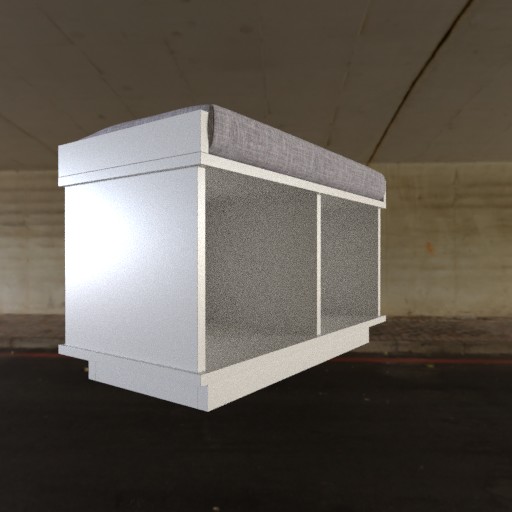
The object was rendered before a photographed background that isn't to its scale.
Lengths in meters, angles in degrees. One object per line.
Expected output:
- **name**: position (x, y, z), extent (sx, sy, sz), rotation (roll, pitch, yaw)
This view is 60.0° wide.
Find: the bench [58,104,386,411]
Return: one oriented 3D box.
- **bench**: position (0.000, 0.000, 1.002), extent (0.362, 0.461, 0.734), rotation (0, 0, 36)
